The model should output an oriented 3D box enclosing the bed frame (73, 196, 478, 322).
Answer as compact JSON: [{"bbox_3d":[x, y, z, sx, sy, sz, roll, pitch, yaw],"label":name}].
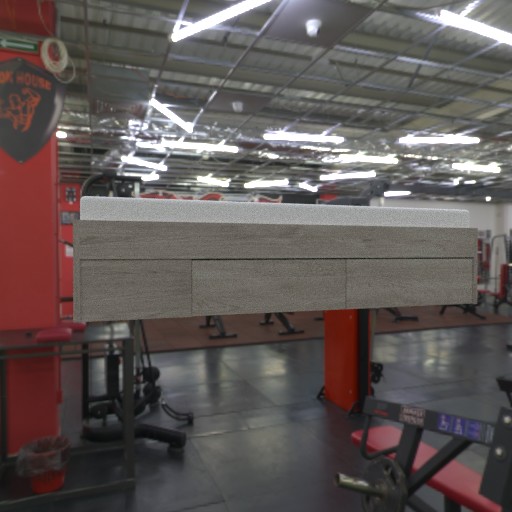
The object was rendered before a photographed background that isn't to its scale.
[{"bbox_3d":[0.000,0.000,2.685,1.944,0.490,1.448,0,1,-18],"label":"bed frame"}]
